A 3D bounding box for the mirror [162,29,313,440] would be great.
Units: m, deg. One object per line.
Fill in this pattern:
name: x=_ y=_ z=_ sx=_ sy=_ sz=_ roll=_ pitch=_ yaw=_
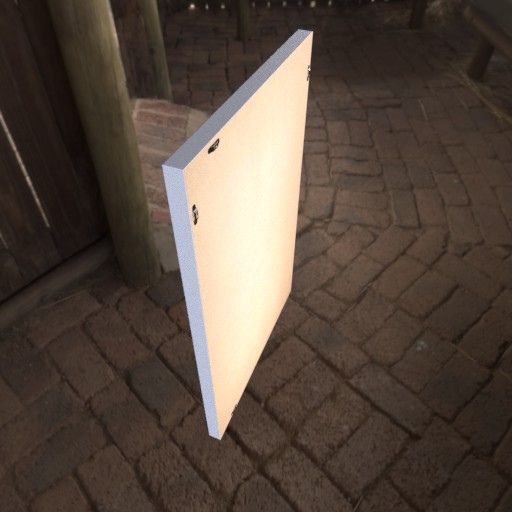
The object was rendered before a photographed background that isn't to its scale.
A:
mirror: x=0.000 y=0.000 z=1.150 sx=0.041 sy=0.914 sz=0.609 roll=16 pitch=47 yaw=16
